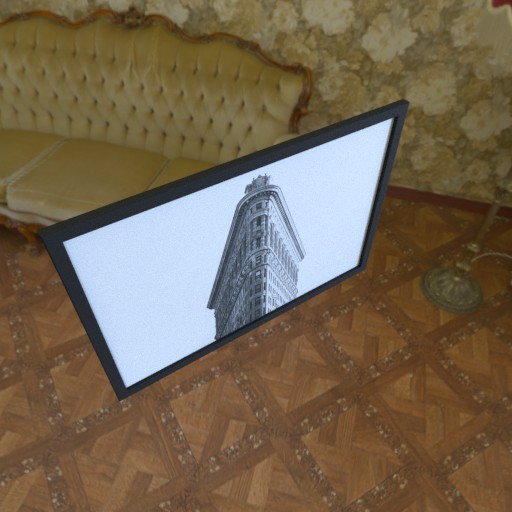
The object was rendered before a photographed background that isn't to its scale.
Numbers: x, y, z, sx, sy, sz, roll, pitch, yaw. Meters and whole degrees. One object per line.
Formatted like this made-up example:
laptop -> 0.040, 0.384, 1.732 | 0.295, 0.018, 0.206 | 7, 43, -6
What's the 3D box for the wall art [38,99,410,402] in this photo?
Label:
wall art -> 0.000, 0.000, 1.244 | 0.964, 0.659, 0.049 | -24, 50, -21
